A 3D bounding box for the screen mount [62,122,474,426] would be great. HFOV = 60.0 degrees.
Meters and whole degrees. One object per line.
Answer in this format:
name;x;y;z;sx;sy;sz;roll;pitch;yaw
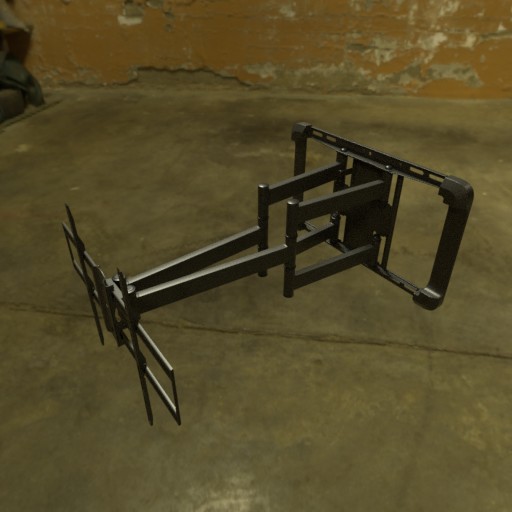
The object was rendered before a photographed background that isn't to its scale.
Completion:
screen mount;0.000;0.000;1.311;0.905;0.483;0.725;-21;39;-29
